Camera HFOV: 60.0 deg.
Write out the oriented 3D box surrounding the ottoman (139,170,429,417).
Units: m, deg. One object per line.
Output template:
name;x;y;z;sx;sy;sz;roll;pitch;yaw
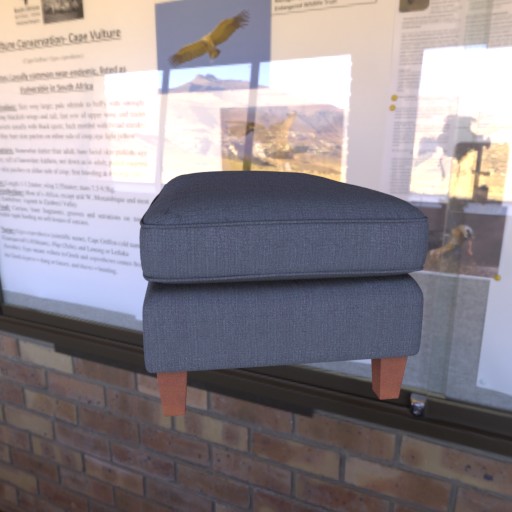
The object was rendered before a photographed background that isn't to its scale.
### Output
ottoman;0.000;0.000;1.234;0.570;0.438;0.885;-2;14;-8
